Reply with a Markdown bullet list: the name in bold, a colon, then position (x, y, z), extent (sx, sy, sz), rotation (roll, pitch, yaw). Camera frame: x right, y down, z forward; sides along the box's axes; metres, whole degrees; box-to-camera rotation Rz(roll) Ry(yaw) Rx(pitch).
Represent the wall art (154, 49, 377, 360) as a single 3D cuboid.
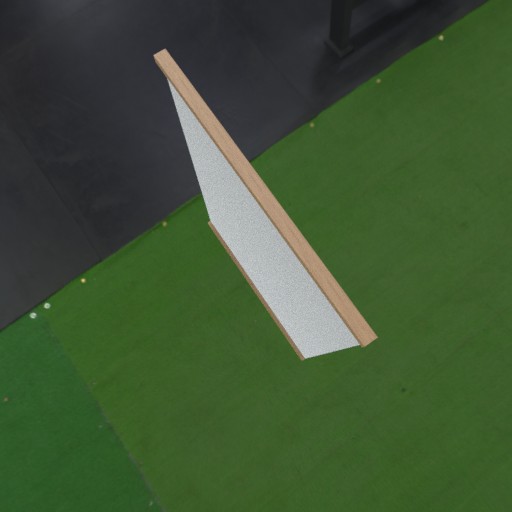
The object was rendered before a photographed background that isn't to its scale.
- **wall art**: position (0.000, 0.000, 0.643), extent (0.013, 0.510, 0.335), rotation (-33, 78, -8)
